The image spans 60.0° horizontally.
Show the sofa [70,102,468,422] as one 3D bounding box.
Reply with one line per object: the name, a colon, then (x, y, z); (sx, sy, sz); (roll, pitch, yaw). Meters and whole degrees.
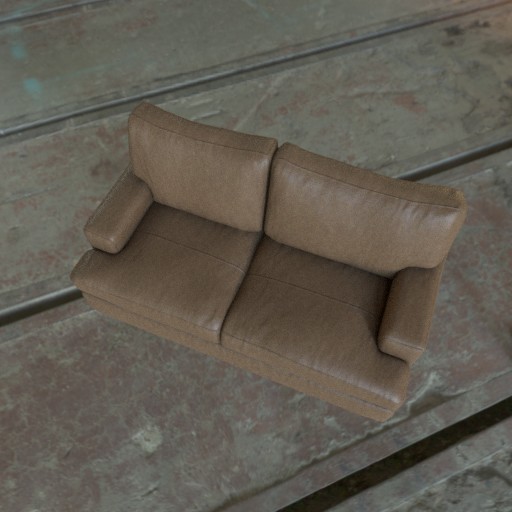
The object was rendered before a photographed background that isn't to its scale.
sofa: (0.000, 0.000, 2.351); (1.855, 0.980, 0.962); (19, 60, 11)
